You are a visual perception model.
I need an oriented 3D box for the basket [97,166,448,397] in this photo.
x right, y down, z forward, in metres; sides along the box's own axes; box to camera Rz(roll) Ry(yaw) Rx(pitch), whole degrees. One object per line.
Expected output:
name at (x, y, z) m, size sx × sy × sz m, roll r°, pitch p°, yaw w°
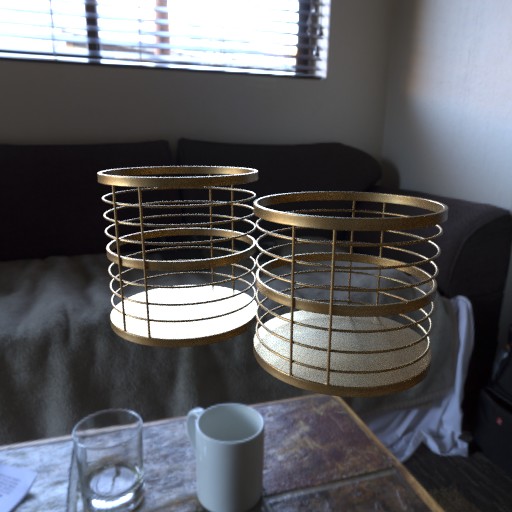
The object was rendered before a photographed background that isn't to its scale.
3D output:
basket at (0.000, 0.000, 0.961) m, size 0.746 × 0.351 × 0.356 m, roll 8°, pitch 17°, yaw 27°
